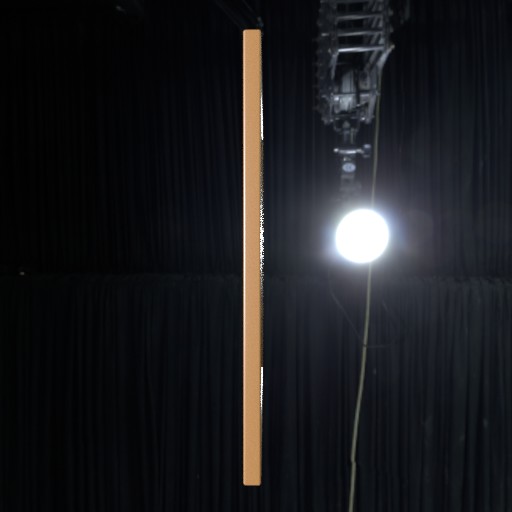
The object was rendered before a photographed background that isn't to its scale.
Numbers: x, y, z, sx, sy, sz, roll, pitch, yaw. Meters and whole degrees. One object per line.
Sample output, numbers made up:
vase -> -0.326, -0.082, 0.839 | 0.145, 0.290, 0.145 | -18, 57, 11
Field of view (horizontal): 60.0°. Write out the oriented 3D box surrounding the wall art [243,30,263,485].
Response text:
wall art -> 0.000, 0.000, 0.523 | 0.015, 0.379, 0.310 | 0, 1, 1
